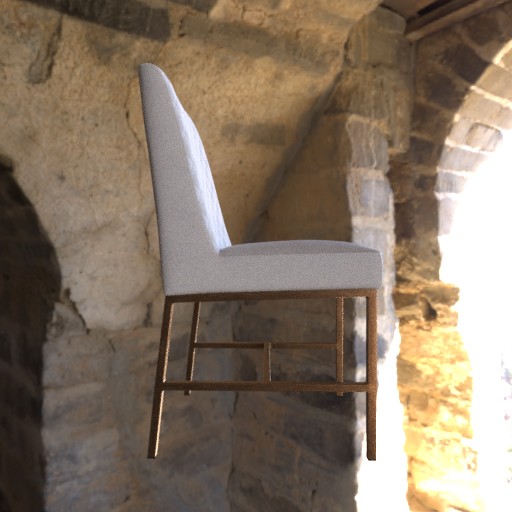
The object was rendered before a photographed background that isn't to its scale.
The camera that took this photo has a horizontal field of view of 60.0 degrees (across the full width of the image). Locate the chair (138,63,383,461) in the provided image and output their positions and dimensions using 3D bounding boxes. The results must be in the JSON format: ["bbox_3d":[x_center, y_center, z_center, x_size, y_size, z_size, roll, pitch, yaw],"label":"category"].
[{"bbox_3d":[0.000,0.000,1.252,0.597,0.933,0.503,0,0,1],"label":"chair"}]
